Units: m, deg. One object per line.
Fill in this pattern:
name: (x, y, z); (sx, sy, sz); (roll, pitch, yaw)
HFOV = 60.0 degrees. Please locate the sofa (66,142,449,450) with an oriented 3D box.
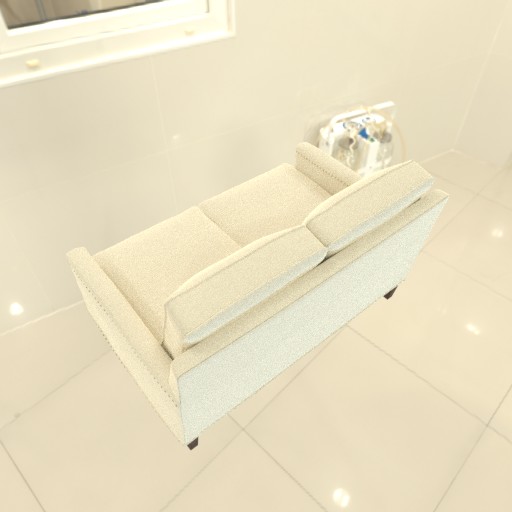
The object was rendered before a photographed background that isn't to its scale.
sofa: (0.000, 0.000, 2.292); (1.597, 1.003, 1.084); (-30, 54, -26)
